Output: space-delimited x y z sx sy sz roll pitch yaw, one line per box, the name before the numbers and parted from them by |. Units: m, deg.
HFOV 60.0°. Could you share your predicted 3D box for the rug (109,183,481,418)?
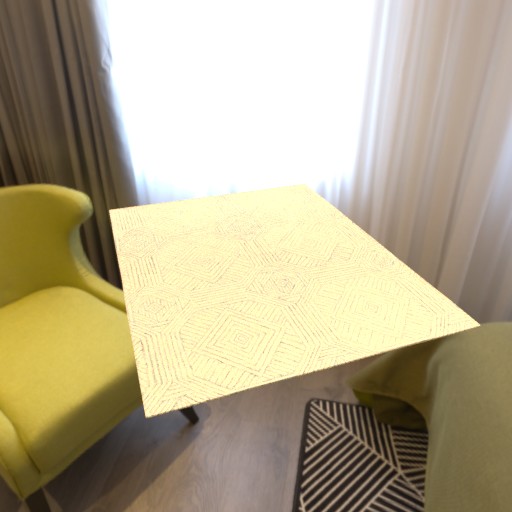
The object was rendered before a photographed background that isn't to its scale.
rug | 0.000 0.000 4.163 2.457 0.015 3.049 -10 32 -17
